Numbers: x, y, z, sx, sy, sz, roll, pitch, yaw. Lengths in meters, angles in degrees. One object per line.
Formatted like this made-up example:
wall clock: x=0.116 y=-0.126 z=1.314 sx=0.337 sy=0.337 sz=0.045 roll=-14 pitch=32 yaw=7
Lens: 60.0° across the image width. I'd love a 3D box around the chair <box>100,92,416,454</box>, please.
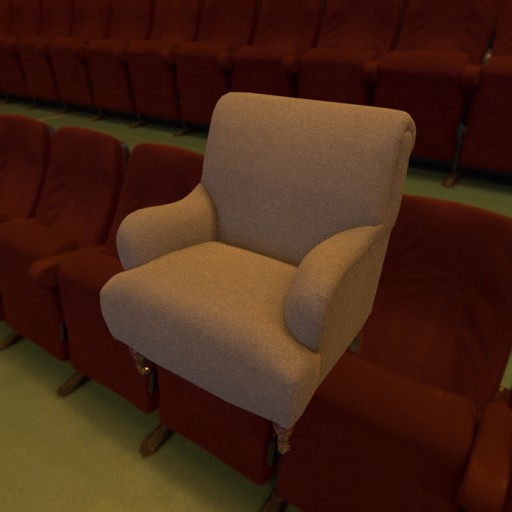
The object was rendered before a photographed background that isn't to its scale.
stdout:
chair: x=0.000 y=0.000 z=1.526 sx=0.766 sy=0.942 sz=0.843 roll=18 pitch=34 yaw=29
